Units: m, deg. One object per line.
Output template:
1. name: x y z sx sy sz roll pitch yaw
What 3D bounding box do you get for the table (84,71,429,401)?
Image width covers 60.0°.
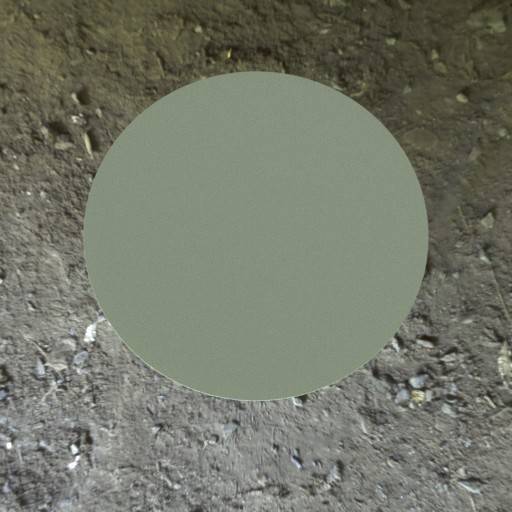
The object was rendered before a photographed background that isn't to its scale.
1. table: 0.000 0.000 1.524 0.896 0.762 0.896 0 76 0
